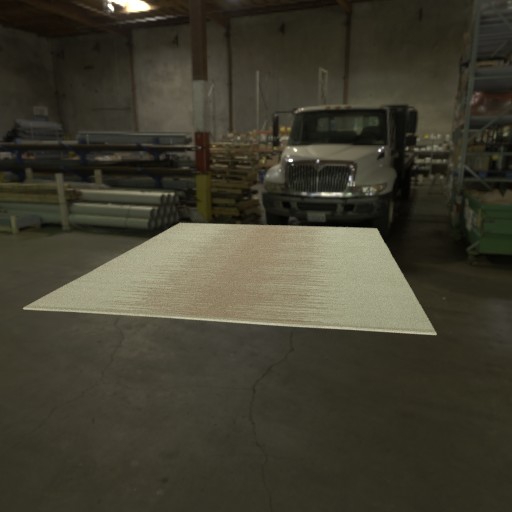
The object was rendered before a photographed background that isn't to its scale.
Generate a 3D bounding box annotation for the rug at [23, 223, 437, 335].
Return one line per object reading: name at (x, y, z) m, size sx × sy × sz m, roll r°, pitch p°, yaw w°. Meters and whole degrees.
rug at (0.000, 0.000, 4.008) m, size 2.438 × 0.013 × 3.048 m, roll 2°, pitch 15°, yaw 9°
